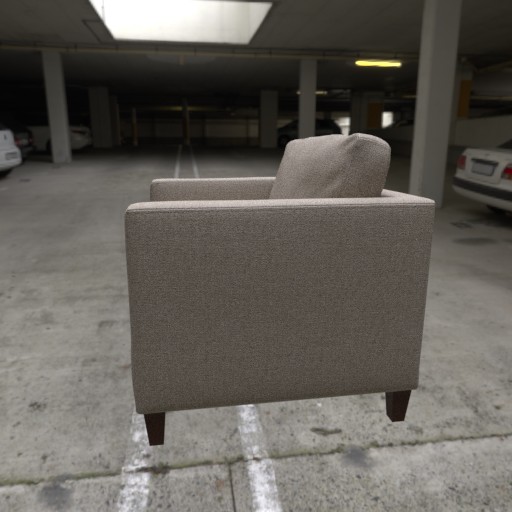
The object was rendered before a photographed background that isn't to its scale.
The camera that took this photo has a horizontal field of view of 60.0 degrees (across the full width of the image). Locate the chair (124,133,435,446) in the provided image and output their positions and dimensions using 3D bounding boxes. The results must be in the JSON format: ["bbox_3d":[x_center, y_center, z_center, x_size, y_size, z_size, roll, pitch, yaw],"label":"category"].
[{"bbox_3d":[0.000,0.000,1.834,0.959,0.961,1.107,-2,14,-9],"label":"chair"}]
